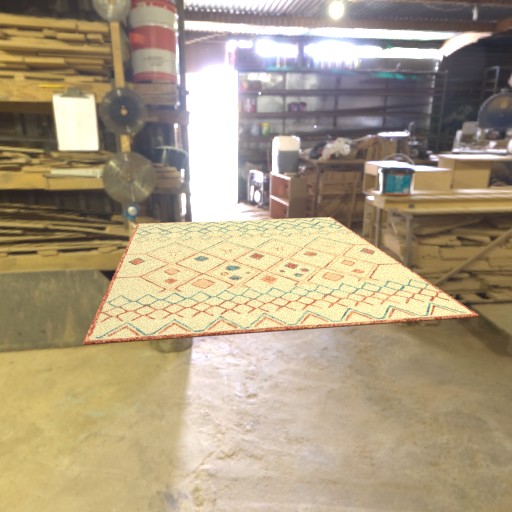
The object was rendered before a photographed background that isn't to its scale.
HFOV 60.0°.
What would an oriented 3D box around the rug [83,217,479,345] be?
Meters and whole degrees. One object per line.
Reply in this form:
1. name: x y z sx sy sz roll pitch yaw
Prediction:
1. rug: 0.000 0.000 4.107 2.441 0.016 3.050 -3 17 -8
